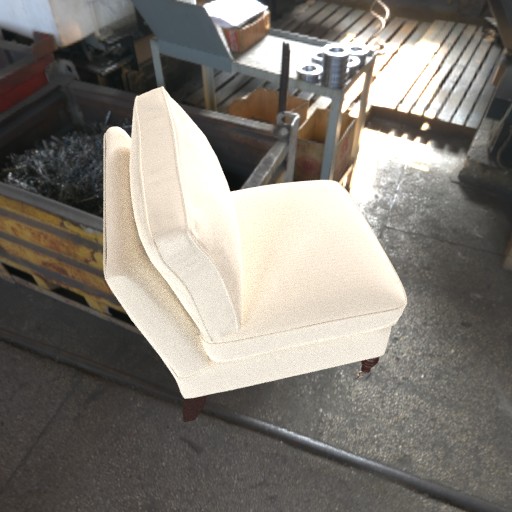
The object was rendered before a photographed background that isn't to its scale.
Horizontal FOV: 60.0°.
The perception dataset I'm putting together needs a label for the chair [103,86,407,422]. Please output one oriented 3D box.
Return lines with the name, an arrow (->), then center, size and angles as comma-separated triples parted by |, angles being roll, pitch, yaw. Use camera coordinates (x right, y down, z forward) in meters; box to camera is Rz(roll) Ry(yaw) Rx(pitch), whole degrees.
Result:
chair -> 0.000, 0.000, 1.401 | 0.781, 0.887, 0.630 | -10, 48, -9
